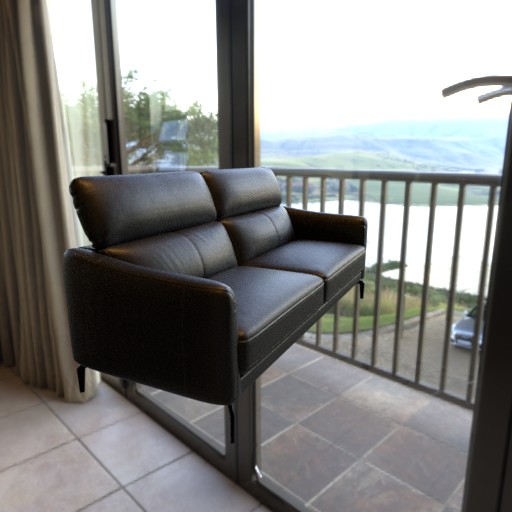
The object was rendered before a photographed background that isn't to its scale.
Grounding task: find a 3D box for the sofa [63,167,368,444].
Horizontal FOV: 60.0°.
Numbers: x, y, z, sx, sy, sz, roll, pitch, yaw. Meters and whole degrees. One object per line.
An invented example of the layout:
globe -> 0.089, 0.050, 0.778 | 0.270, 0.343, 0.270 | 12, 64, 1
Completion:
sofa -> 0.000, 0.000, 2.550 | 0.856, 0.957, 2.069 | 7, 14, 27
